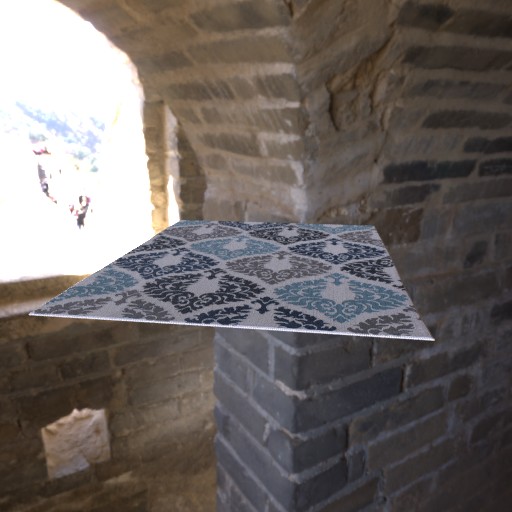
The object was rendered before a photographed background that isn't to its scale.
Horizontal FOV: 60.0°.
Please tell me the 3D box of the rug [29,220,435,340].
[{"bbox_3d":[0.000,0.000,4.027,2.423,0.014,3.040,2,16,8],"label":"rug"}]
